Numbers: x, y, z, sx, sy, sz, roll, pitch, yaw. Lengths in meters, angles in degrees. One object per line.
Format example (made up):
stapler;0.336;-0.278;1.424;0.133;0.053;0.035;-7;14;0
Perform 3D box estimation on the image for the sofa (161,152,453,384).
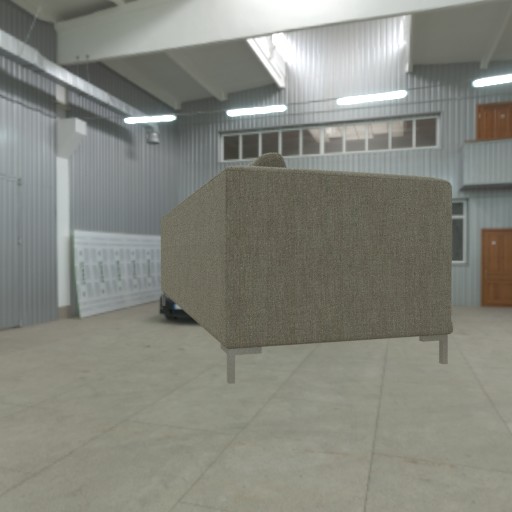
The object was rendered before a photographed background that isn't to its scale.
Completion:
sofa;0.000;0.000;2.815;0.969;0.867;2.415;0;1;-17
